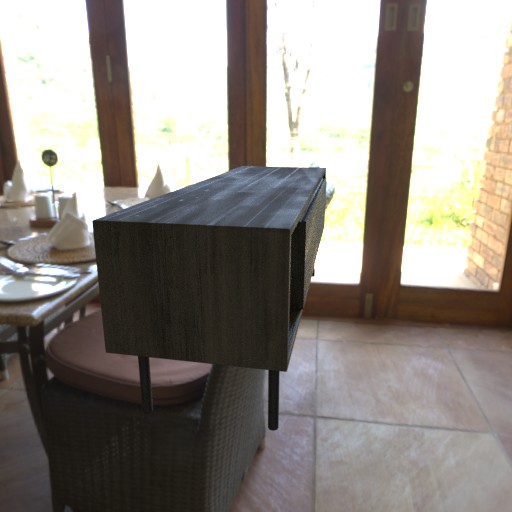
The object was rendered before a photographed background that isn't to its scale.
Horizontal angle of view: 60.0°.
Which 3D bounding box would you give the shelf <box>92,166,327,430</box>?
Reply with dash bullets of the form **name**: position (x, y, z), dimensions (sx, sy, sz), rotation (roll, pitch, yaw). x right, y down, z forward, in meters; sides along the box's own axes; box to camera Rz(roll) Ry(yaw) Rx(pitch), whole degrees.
- **shelf**: position (0.000, 0.000, 1.519), dimensions (0.400, 0.495, 1.300), rotation (3, 17, 11)
